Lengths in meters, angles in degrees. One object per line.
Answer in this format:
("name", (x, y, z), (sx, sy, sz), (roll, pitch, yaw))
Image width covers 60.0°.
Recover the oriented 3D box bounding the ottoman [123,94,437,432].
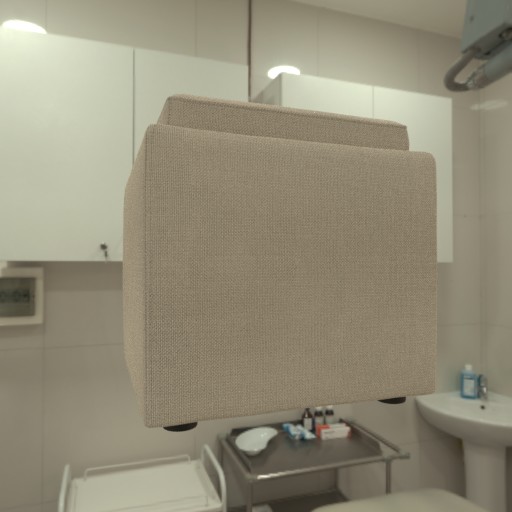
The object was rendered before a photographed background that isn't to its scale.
("ottoman", (0.000, 0.000, 0.809), (0.450, 0.460, 0.451), (0, -1, -20))
